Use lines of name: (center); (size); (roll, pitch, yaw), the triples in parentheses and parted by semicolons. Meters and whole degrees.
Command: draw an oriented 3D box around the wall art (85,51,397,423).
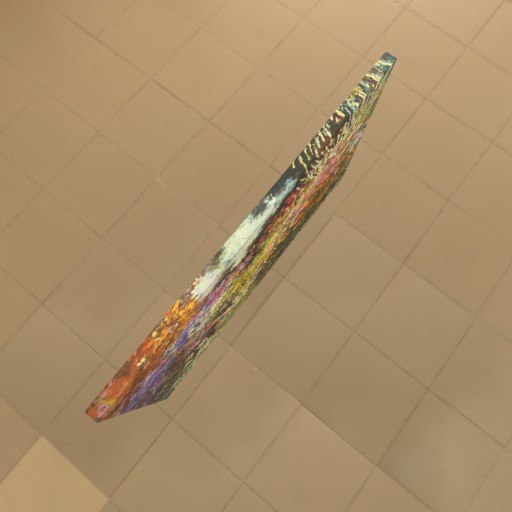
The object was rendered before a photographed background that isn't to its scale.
wall art: (0.000, 0.000, 1.413); (0.042, 0.760, 1.136); (37, 79, 9)
